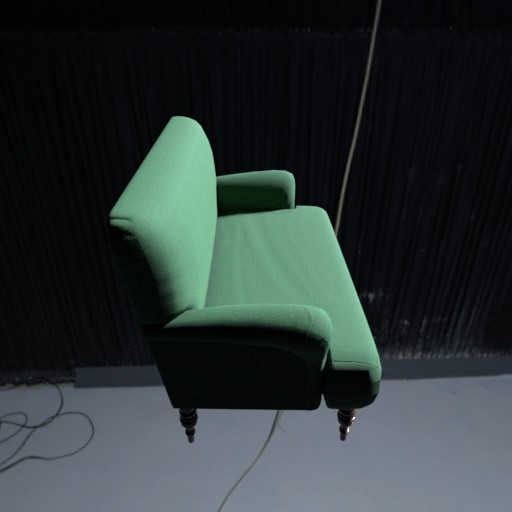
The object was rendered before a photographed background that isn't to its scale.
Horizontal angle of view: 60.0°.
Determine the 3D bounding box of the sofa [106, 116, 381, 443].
[{"bbox_3d":[0.000,0.000,1.819,0.779,0.889,1.297,0,30,-1],"label":"sofa"}]
